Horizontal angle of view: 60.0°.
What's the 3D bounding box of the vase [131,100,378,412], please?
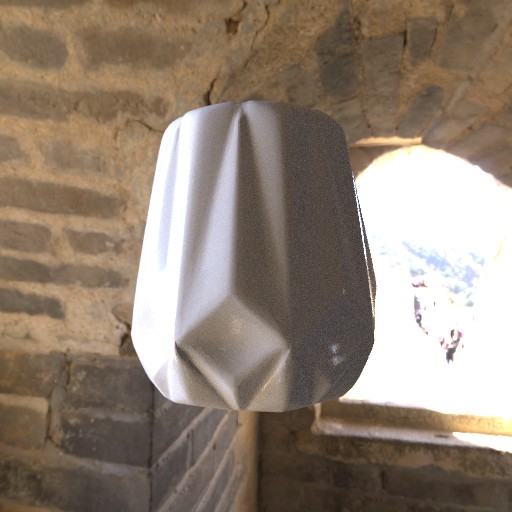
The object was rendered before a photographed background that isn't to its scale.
[{"bbox_3d":[0.000,0.000,0.265,0.141,0.152,0.141,0,-1,0],"label":"vase"}]
